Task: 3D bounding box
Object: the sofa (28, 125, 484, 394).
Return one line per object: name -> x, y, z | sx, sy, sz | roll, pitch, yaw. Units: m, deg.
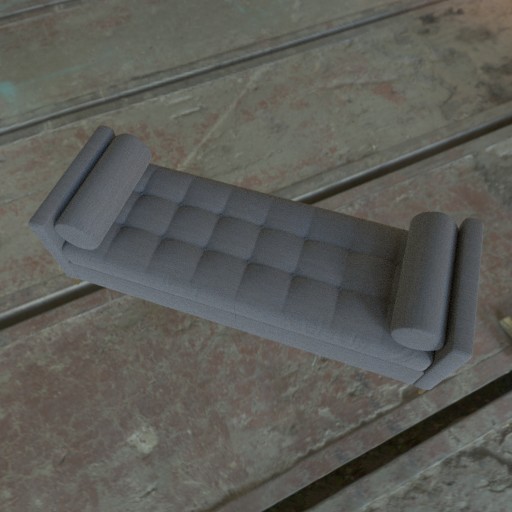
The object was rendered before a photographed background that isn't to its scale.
sofa -> 0.000, 0.000, 2.277 | 1.981, 0.635, 0.686 | 16, 60, 9
